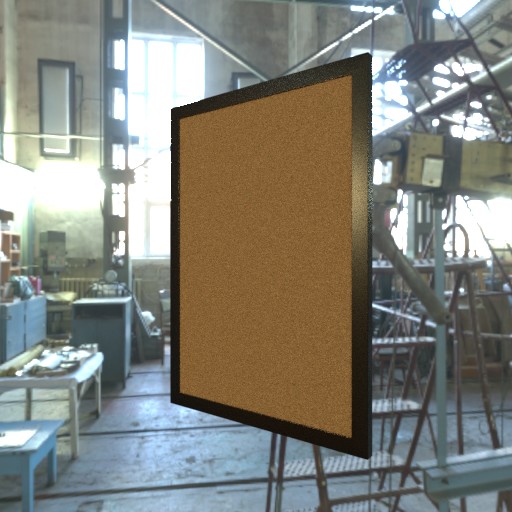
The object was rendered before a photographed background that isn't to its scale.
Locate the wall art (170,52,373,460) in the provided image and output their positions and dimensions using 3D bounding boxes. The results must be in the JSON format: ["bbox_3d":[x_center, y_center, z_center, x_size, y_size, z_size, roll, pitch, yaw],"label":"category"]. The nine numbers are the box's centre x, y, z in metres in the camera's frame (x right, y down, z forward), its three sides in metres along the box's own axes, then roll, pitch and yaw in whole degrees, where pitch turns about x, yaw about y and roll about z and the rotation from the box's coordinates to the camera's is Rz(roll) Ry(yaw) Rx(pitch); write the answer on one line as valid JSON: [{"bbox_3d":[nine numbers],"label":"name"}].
[{"bbox_3d":[0.000,0.000,0.857,0.462,0.656,0.019,0,0,37],"label":"wall art"}]
